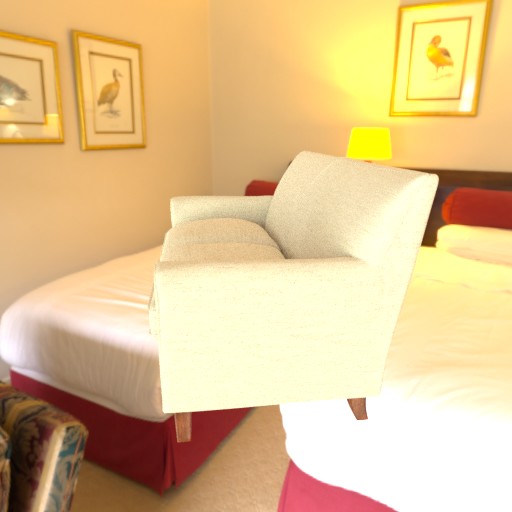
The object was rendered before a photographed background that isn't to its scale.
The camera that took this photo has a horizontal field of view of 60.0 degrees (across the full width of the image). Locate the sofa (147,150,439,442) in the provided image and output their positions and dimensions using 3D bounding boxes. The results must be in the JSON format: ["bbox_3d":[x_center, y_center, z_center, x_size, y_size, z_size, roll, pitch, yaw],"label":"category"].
[{"bbox_3d":[0.000,0.000,2.064,0.891,0.892,1.482,-2,16,-8],"label":"sofa"}]
